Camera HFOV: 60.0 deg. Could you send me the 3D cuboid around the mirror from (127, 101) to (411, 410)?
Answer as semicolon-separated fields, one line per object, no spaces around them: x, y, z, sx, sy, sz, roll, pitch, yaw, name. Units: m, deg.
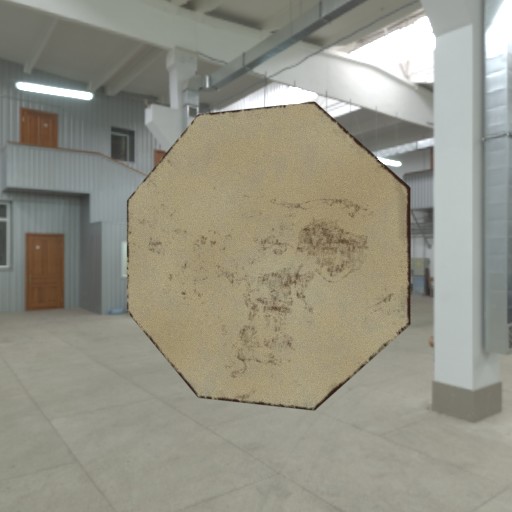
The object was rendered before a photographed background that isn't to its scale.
0.000;0.000;0.983;0.648;0.648;0.031;0;0;18;mirror
